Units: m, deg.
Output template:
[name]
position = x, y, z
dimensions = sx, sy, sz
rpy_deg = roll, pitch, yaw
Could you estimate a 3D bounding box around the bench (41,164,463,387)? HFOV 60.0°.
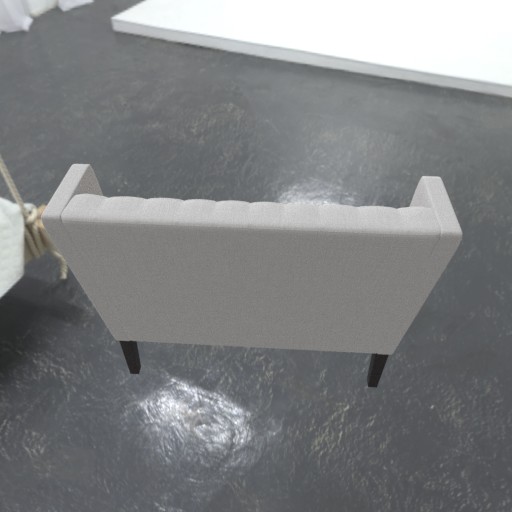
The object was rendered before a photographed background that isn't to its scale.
[bench]
position = 0.000, 0.000, 1.992
dimensions = 1.280, 1.123, 0.847
rpy_deg = 2, 46, 2
